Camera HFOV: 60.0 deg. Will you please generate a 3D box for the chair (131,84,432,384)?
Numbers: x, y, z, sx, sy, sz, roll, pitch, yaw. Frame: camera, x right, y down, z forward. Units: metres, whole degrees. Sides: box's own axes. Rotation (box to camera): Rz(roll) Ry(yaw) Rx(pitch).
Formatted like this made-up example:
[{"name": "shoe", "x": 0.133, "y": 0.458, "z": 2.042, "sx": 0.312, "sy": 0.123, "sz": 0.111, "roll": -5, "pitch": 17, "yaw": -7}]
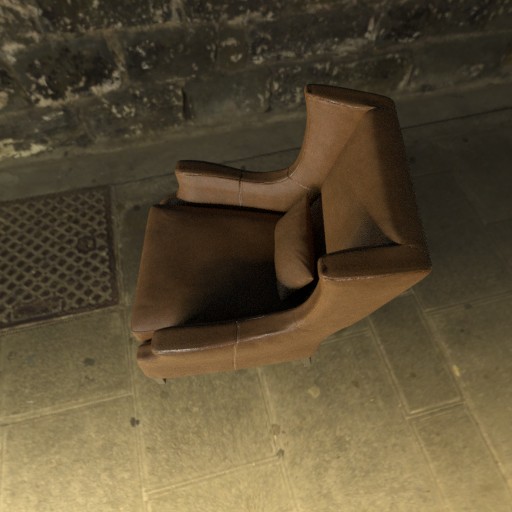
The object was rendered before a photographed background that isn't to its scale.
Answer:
[{"name": "chair", "x": 0.000, "y": 0.000, "z": 1.720, "sx": 0.925, "sy": 1.016, "sz": 0.852, "roll": 0, "pitch": 59, "yaw": 0}]
